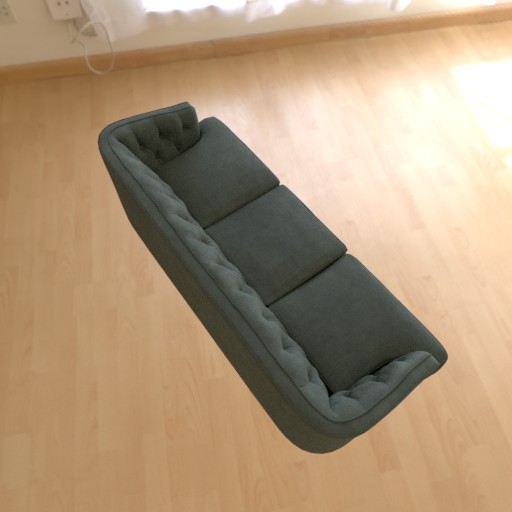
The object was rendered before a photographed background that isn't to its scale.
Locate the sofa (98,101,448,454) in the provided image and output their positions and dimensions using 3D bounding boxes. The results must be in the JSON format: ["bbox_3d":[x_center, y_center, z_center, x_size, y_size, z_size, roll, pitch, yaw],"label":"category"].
[{"bbox_3d":[0.000,0.000,2.698,0.941,0.855,2.278,-33,65,-17],"label":"sofa"}]
